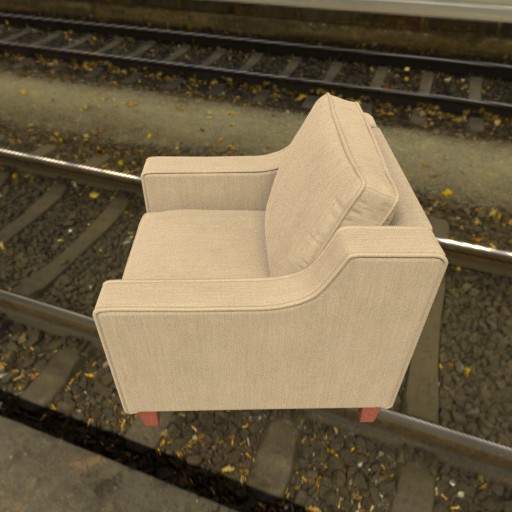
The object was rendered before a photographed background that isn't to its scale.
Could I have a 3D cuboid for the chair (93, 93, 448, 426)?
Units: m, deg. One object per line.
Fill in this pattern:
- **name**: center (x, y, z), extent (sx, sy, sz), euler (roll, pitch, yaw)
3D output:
- **chair**: center (0.000, 0.000, 1.576), extent (0.909, 0.960, 0.831), euler (-1, 41, -1)
